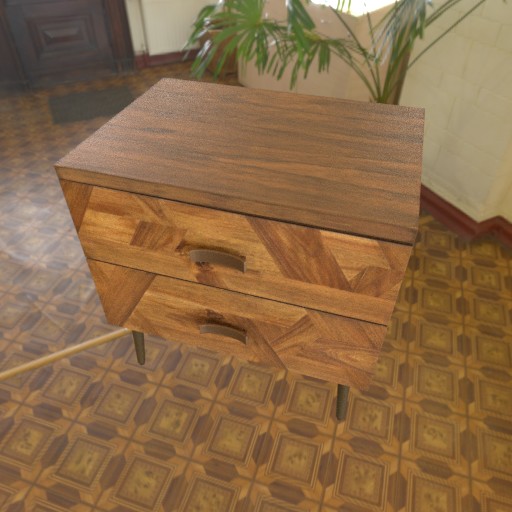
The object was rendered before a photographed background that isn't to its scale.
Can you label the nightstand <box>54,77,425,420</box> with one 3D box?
[{"bbox_3d":[0.000,0.000,1.048,0.610,0.610,0.458,12,43,13],"label":"nightstand"}]
